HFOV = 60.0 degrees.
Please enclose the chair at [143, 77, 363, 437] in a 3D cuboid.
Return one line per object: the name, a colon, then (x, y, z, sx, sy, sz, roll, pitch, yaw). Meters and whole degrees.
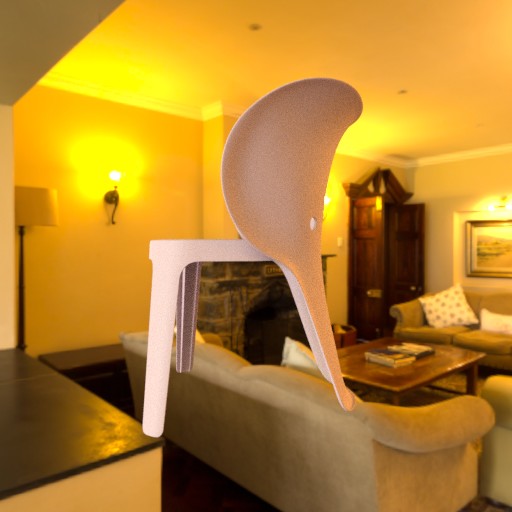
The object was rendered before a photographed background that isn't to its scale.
chair: (0.000, 0.000, 0.869, 0.402, 0.554, 0.451, 0, 1, -1)
